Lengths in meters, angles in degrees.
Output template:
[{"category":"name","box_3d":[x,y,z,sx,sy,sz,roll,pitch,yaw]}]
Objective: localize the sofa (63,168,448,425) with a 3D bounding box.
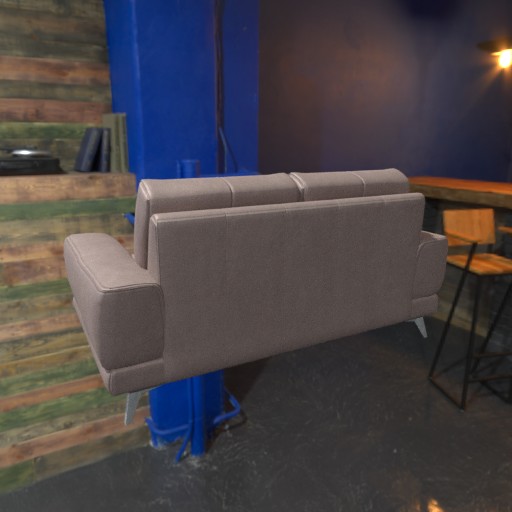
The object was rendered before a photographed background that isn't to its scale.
[{"category":"sofa","box_3d":[0.000,0.000,2.342,1.806,0.907,1.018,-8,17,-27]}]
